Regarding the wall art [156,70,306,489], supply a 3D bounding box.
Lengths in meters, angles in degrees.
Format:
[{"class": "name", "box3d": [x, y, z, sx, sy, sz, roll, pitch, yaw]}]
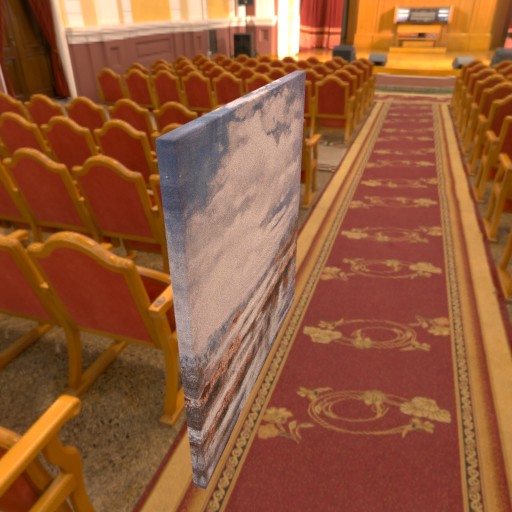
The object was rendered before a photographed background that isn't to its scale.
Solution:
[{"class": "wall art", "box3d": [0.000, 0.000, 1.459, 0.040, 1.020, 1.010, 10, 31, 16]}]
